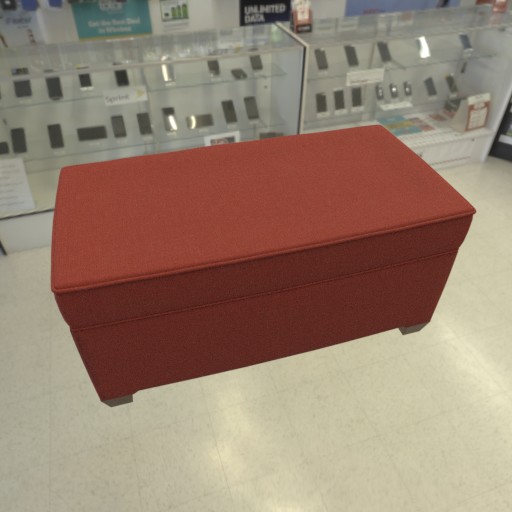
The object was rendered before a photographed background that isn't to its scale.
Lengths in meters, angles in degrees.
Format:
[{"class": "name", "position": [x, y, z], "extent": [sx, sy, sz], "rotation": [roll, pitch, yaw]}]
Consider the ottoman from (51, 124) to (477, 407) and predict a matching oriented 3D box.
[{"class": "ottoman", "position": [0.000, 0.000, 1.228], "extent": [0.948, 0.454, 0.497], "rotation": [-11, 43, -12]}]
